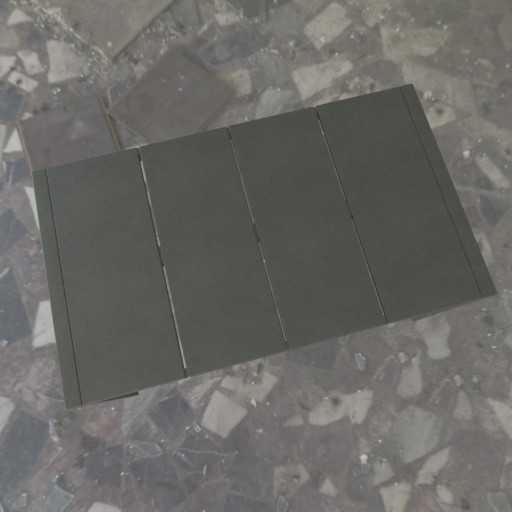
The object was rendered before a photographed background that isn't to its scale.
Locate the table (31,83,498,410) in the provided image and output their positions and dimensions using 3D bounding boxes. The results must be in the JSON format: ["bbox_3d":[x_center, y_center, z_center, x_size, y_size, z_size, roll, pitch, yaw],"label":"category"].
[{"bbox_3d":[0.000,0.000,1.241,0.965,0.460,0.559,-14,76,-4],"label":"table"}]
